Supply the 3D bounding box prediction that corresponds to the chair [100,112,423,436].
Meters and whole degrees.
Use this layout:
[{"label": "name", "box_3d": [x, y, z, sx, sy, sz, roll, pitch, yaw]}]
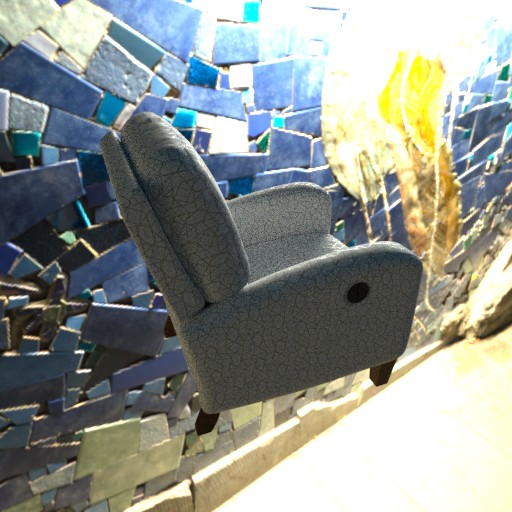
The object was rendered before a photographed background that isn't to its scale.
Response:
[{"label": "chair", "box_3d": [0.000, 0.000, 1.751, 0.995, 1.064, 0.796, -11, 32, -18]}]
